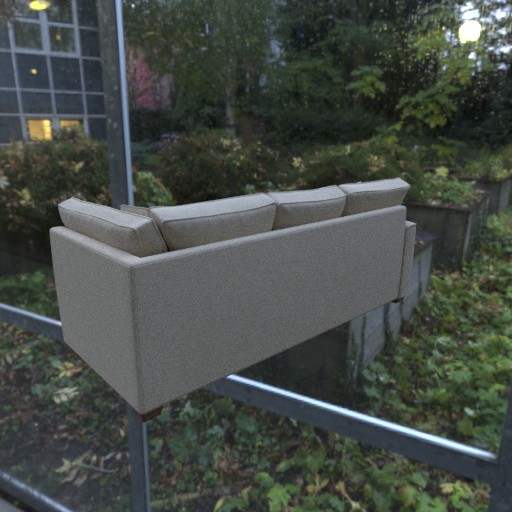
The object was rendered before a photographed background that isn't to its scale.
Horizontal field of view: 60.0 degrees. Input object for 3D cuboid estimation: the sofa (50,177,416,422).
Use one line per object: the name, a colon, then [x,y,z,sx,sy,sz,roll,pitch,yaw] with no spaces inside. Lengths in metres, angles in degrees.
sofa: [0.000,0.000,2.973,2.317,0.962,1.061,-14,21,-40]
